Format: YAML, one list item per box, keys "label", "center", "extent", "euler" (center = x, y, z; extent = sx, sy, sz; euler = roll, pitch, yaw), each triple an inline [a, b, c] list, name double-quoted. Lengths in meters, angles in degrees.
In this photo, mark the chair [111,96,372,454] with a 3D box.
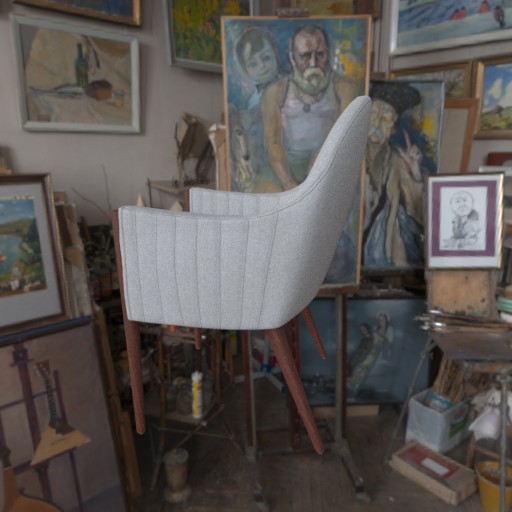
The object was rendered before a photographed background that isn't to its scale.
- label: "chair"
  center: [0.000, 0.000, 1.323]
  extent: [0.620, 0.889, 0.610]
  euler: [2, 14, 9]
